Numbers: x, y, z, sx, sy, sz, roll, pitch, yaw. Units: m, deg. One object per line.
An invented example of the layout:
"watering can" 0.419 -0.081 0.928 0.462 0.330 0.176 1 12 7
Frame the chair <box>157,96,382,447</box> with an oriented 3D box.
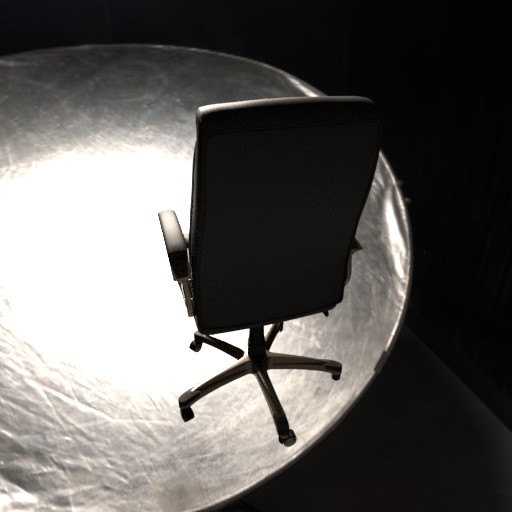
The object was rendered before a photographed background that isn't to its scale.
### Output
"chair" 0.000 0.000 1.623 0.694 1.188 0.748 -9 30 -16
